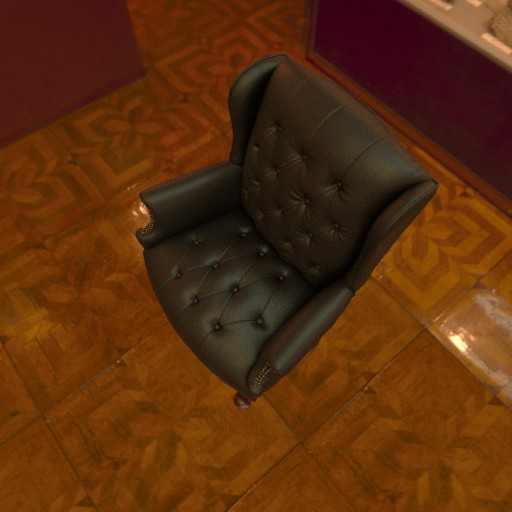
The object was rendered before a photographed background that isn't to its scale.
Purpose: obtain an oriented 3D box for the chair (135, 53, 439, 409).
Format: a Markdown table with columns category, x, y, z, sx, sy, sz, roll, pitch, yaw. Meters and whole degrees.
| category | x | y | z | sx | sy | sz | roll | pitch | yaw |
| --- | --- | --- | --- | --- | --- | --- | --- | --- | --- |
| chair | 0.000 | 0.000 | 1.632 | 0.762 | 1.111 | 0.838 | -34 | 67 | -17 |
